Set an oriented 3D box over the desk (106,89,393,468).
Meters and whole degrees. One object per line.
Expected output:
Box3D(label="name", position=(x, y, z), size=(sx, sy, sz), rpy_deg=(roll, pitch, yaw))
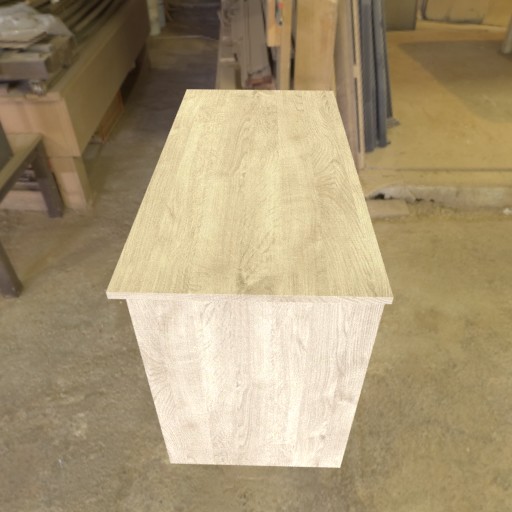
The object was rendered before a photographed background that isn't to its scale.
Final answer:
Box3D(label="desk", position=(0.000, 0.000, 1.517), size=(0.560, 0.735, 1.097), rpy_deg=(1, 40, 1))
